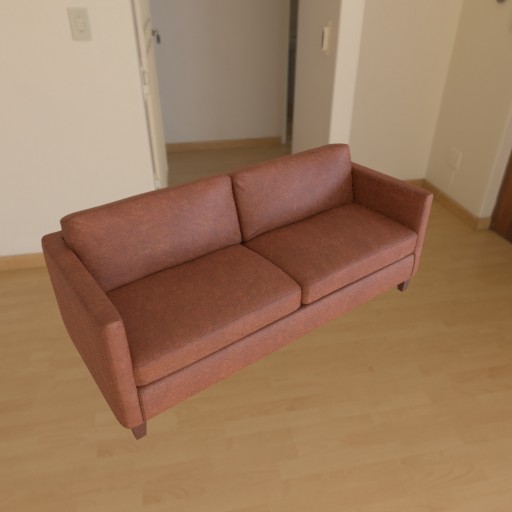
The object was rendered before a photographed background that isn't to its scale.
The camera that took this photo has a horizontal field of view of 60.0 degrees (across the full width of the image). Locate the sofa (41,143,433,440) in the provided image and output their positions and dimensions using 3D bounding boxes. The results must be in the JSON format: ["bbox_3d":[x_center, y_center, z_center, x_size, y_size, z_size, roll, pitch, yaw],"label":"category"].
[{"bbox_3d":[0.000,0.000,2.741,2.204,0.932,0.950,-21,38,-30],"label":"sofa"}]
